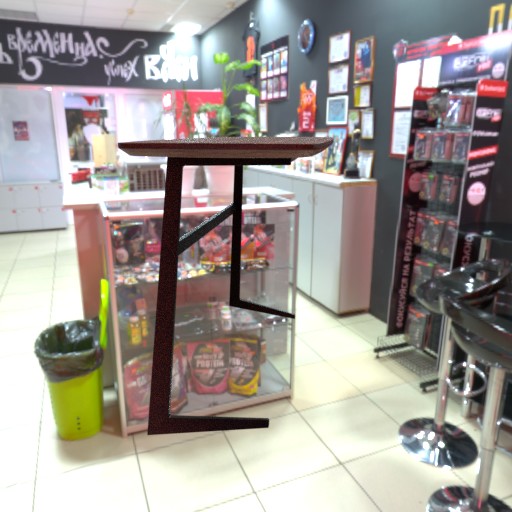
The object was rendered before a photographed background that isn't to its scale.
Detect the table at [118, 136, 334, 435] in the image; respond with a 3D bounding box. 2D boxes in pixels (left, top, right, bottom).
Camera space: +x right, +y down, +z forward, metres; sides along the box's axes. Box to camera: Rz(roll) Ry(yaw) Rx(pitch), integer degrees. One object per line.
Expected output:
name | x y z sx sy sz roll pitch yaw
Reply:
table | 0.000 0.000 1.127 0.361 0.576 0.804 3 16 10
